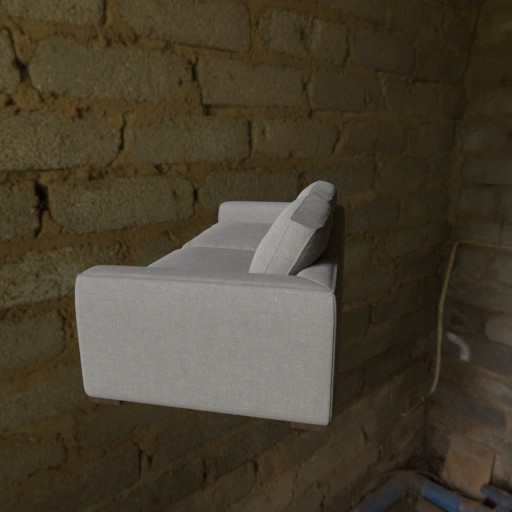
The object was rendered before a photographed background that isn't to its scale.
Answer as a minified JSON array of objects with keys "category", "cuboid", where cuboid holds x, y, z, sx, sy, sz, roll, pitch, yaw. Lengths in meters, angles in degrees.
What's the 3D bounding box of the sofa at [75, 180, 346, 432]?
[{"category":"sofa","cuboid":[0.000,0.000,2.740,1.070,0.801,2.262,3,15,11]}]
